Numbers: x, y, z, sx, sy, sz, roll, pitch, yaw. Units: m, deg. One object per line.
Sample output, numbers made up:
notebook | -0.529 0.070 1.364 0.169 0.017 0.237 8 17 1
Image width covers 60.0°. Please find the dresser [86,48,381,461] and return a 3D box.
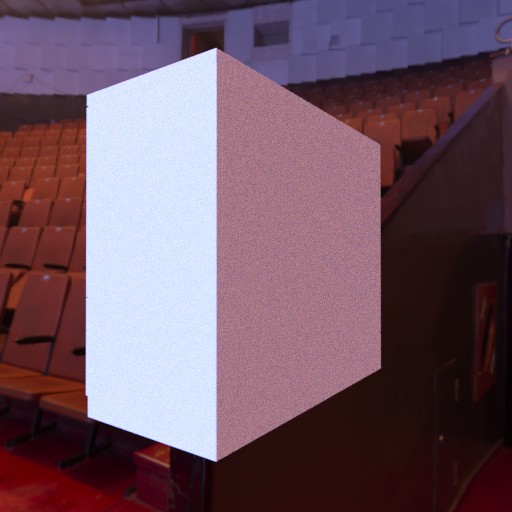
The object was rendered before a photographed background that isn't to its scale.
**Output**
dresser | 0.000 0.000 1.251 0.420 0.740 0.830 0 0 36
